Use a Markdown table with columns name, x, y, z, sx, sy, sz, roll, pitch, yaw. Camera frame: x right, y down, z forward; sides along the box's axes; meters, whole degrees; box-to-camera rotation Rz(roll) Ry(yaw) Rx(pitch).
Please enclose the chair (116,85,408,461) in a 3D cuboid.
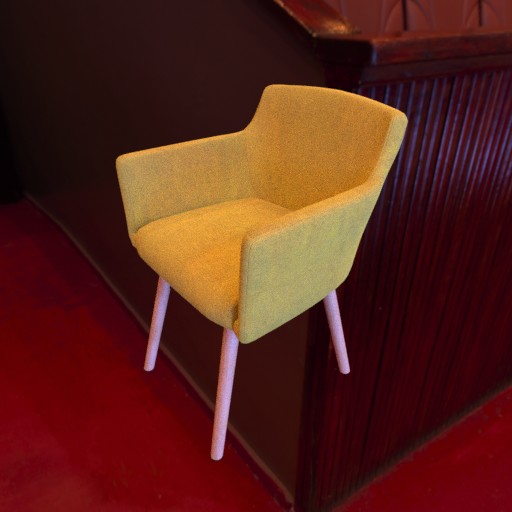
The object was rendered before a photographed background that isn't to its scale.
| name | x | y | z | sx | sy | sz | roll | pitch | yaw |
| --- | --- | --- | --- | --- | --- | --- | --- | --- | --- |
| chair | 0.000 | 0.000 | 1.172 | 0.570 | 0.780 | 0.570 | -22 | 37 | -32 |
